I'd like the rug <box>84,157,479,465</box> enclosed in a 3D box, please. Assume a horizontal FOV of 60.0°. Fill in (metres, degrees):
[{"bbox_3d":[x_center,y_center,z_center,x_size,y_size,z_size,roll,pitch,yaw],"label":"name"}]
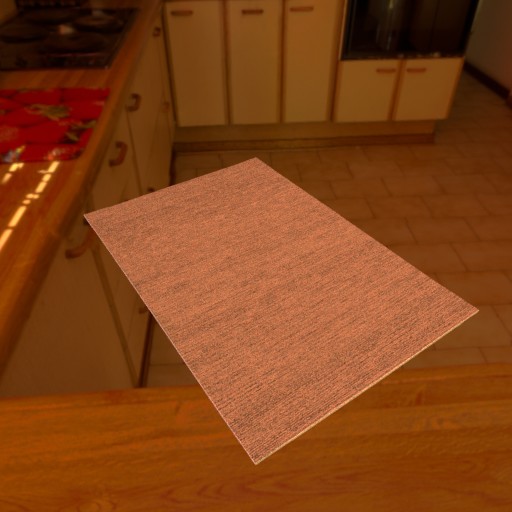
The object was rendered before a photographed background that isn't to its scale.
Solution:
[{"bbox_3d":[0.000,0.000,3.013,1.616,0.030,2.338,-24,45,-26],"label":"rug"}]
